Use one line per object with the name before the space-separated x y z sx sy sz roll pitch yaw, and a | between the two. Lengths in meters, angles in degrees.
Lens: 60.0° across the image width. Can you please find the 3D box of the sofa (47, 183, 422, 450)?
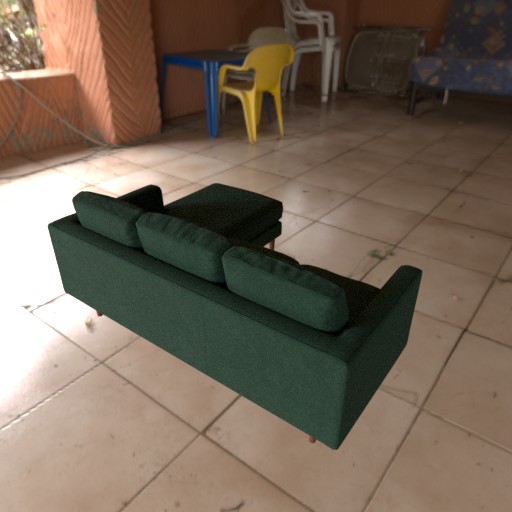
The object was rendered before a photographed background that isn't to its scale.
sofa | 0.000 0.000 2.838 2.030 0.899 1.580 20 36 31
